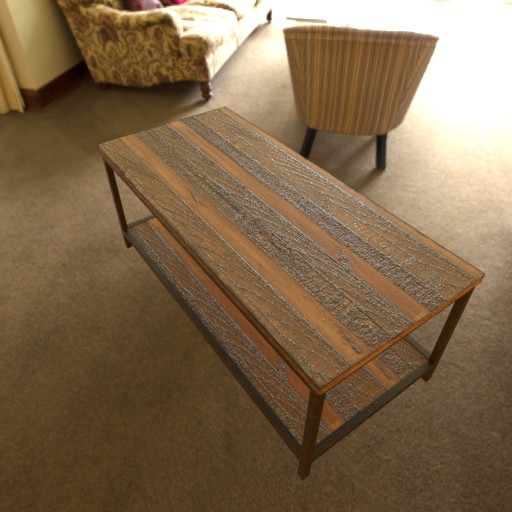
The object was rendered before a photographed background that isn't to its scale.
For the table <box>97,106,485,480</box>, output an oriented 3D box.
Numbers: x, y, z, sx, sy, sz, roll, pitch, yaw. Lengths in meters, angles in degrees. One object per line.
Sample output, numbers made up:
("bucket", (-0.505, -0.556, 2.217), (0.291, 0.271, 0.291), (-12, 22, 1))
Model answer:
("table", (0.000, 0.000, 1.246), (0.452, 0.399, 0.990), (-26, 48, -25))
